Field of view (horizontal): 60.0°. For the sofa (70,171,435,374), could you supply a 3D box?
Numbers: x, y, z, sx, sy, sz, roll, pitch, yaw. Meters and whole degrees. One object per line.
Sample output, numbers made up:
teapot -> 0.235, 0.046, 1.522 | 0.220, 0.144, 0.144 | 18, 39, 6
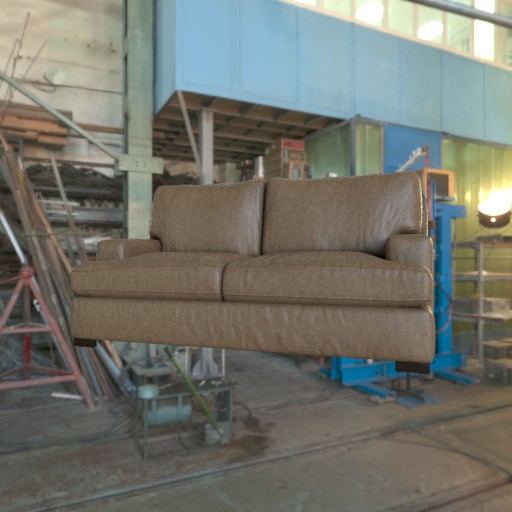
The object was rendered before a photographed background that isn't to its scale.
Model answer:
sofa -> 0.000, 0.000, 2.501 | 1.855, 0.980, 0.962 | 0, 0, 19
